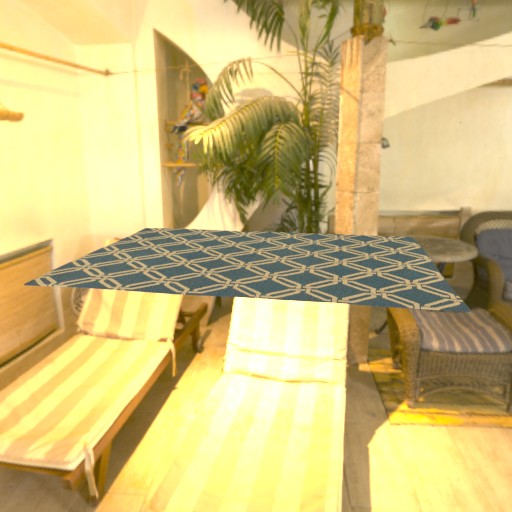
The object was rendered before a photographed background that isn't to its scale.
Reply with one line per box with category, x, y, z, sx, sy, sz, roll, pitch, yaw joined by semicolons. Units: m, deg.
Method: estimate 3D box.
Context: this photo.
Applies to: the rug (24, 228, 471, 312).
rug;0.000;0.000;2.776;2.135;0.013;1.524;2;15;10
